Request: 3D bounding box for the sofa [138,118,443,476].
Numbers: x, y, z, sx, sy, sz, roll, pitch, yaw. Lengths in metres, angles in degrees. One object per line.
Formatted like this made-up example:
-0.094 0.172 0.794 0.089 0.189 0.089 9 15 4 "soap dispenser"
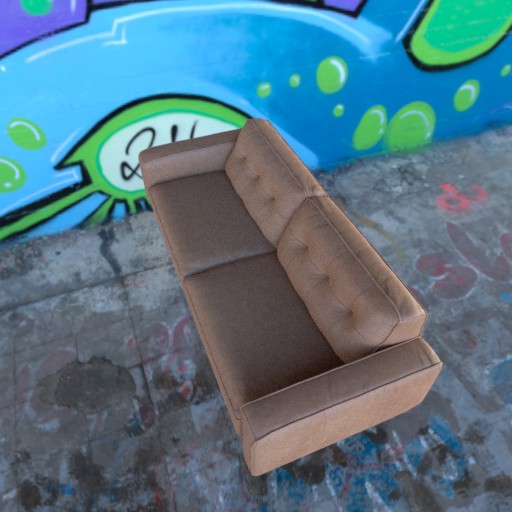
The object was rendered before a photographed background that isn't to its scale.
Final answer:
0.000 0.000 2.718 0.953 0.780 2.270 -16 49 -15 "sofa"
